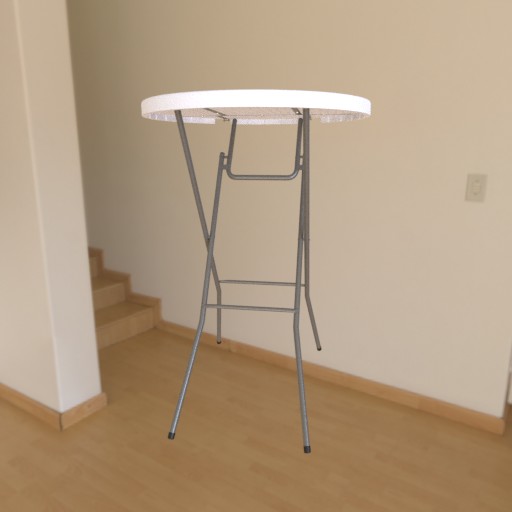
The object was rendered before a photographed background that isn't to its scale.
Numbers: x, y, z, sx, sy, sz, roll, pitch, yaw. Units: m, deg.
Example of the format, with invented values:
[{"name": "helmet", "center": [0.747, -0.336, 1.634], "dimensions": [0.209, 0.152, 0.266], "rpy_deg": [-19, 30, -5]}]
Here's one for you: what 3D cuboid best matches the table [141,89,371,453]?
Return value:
[{"name": "table", "center": [0.000, 0.000, 1.700], "dimensions": [0.792, 1.105, 0.795], "rpy_deg": [2, 13, 9]}]
